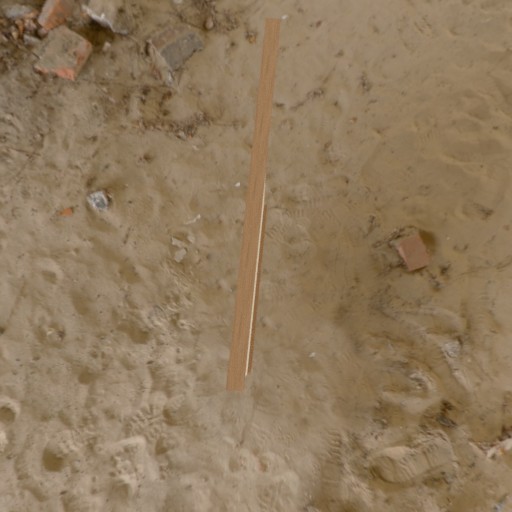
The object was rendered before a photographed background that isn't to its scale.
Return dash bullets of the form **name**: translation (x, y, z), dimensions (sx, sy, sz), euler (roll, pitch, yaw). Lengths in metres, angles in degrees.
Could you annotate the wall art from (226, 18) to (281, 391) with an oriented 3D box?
- **wall art**: translation (0.000, 0.000, 1.844), dimensions (0.040, 1.510, 0.991), euler (5, 76, 1)
